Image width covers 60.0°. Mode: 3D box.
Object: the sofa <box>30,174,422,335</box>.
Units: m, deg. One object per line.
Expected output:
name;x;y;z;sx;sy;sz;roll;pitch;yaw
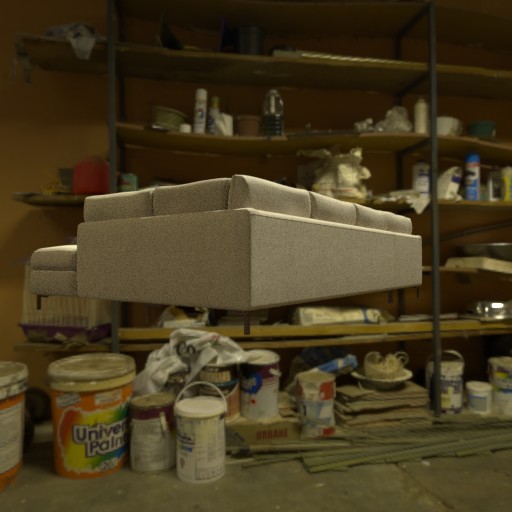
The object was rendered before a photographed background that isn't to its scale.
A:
sofa;0.000;0.000;3.591;1.879;0.756;2.737;-1;-1;36
